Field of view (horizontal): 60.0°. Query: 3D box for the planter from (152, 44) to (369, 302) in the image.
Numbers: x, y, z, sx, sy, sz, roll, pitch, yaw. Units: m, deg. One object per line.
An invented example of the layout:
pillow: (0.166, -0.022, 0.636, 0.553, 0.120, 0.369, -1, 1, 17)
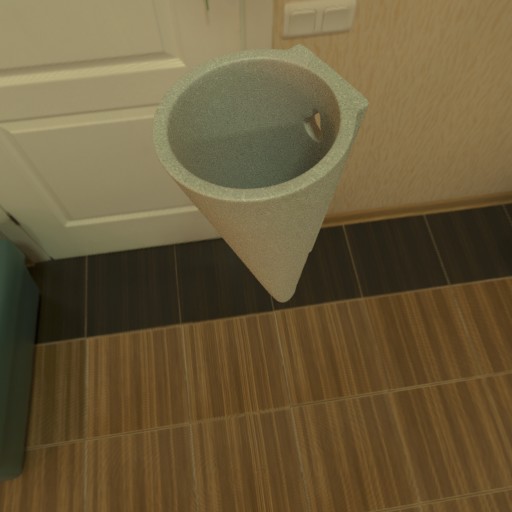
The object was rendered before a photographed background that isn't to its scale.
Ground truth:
planter: (0.000, 0.000, 0.219, 0.064, 0.191, 0.057, -35, 69, -16)
